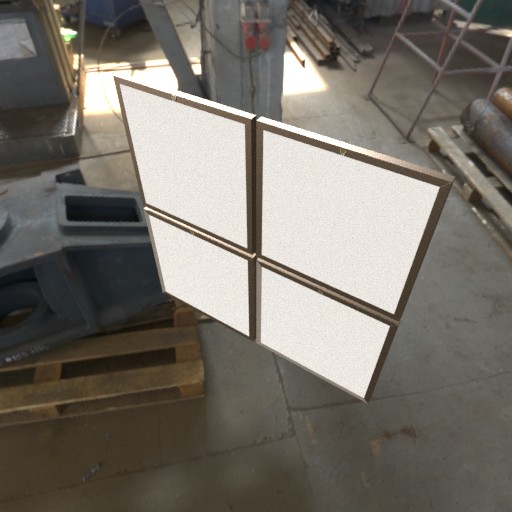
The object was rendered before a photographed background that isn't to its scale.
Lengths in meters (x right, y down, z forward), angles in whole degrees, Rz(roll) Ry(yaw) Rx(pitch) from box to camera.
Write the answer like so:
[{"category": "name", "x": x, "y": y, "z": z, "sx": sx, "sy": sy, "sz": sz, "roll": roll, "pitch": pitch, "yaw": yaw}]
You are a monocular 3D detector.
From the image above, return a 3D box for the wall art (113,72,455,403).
[{"category": "wall art", "x": 0.000, "y": 0.000, "z": 1.535, "sx": 1.032, "sy": 1.032, "sz": 0.030, "roll": 24, "pitch": 50, "yaw": 22}]
